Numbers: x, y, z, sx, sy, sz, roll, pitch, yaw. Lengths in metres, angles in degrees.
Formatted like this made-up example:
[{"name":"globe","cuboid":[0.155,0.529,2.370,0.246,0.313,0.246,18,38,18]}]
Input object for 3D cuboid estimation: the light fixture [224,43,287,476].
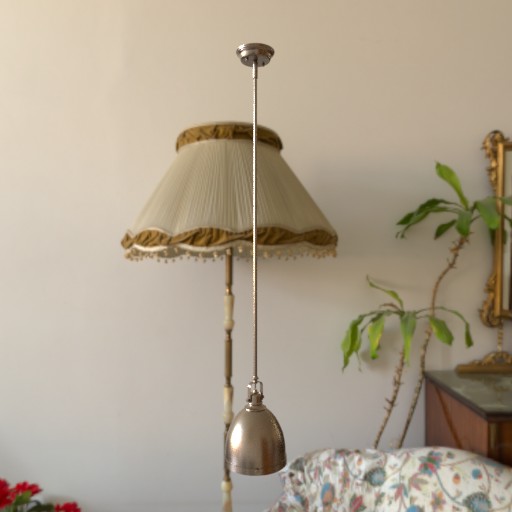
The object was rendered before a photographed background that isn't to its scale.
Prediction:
[{"name":"light fixture","cuboid":[0.000,0.000,1.486,0.217,1.367,0.211,0,0,-37]}]
